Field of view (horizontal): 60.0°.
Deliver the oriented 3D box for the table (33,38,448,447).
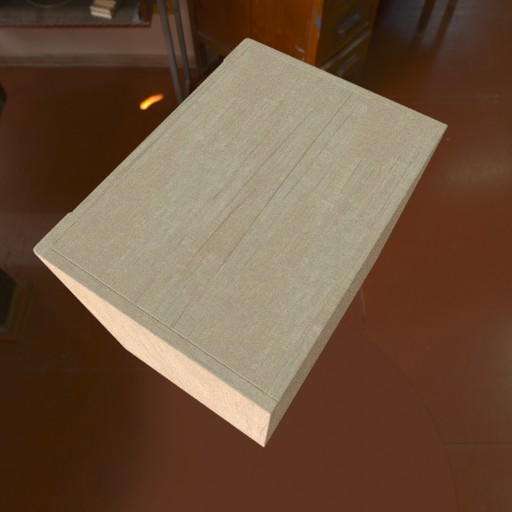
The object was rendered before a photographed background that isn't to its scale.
[{"bbox_3d":[0.000,0.000,0.934,0.420,0.510,0.570,30,67,15],"label":"table"}]
